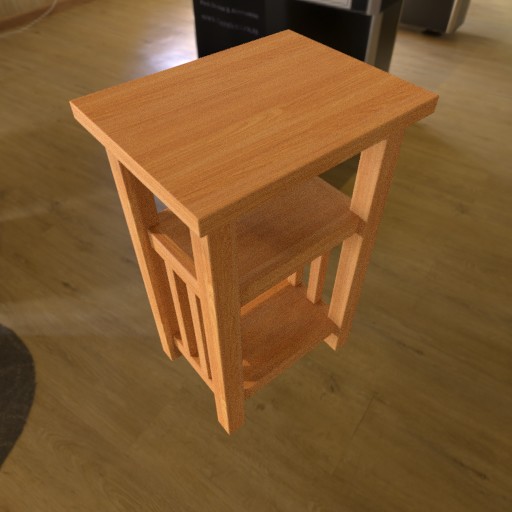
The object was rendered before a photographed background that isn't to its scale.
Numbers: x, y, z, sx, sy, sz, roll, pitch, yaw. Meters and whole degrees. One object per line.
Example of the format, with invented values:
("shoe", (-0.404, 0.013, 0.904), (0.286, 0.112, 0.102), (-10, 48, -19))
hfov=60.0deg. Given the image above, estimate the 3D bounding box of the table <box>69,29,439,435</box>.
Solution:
("table", (0.000, 0.000, 0.728), (0.350, 0.550, 0.270), (-31, 54, -26))
